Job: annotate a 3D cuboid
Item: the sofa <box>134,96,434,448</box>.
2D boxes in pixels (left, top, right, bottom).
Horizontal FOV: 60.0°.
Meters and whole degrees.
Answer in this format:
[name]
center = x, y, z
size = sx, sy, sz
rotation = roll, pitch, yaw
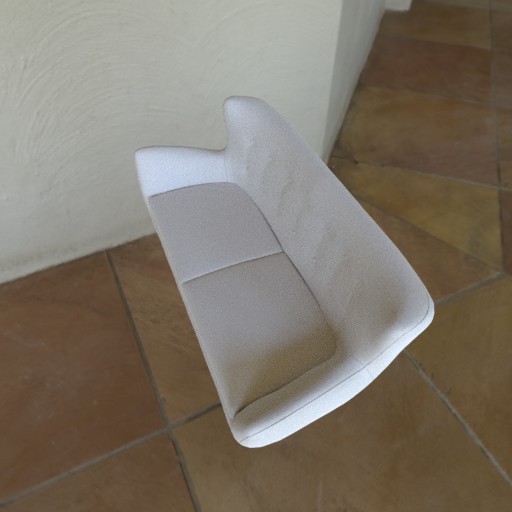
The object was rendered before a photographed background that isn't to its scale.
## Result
[sofa]
center = 0.000, 0.000, 2.405
size = 0.899, 0.890, 1.930
rotation = -17, 50, -15
